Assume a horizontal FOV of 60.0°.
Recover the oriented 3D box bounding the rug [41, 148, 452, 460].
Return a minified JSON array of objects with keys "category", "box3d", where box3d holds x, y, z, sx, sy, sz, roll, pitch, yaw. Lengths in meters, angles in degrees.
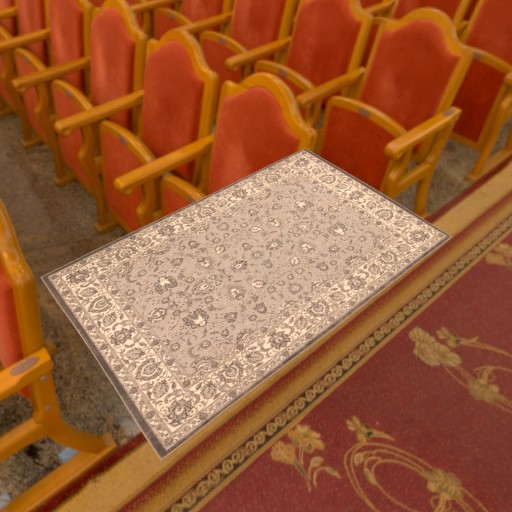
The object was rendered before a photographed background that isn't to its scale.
[{"category":"rug","box3d":[0.000,0.000,3.063,2.438,0.011,1.524,-31,53,-26]}]
